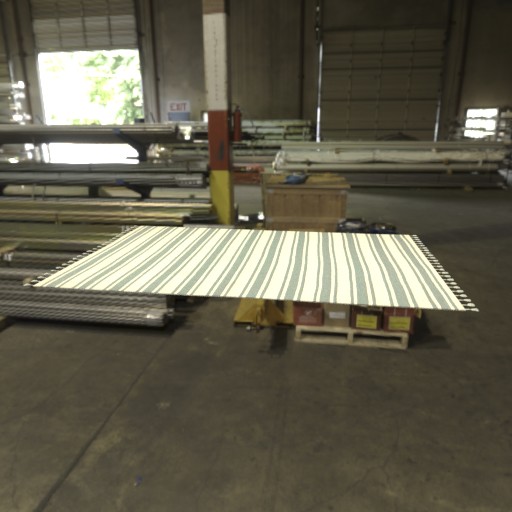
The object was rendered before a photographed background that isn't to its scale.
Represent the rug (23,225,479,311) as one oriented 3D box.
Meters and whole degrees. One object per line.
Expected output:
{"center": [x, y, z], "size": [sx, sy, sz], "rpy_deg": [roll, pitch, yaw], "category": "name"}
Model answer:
{"center": [0.000, 0.000, 3.028], "size": [2.410, 0.011, 1.539], "rpy_deg": [2, 17, 8], "category": "rug"}
